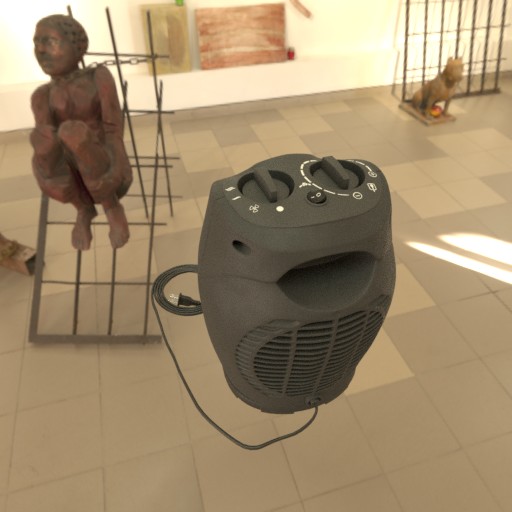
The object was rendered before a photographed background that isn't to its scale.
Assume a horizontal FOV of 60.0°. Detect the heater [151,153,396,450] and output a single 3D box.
[{"bbox_3d":[0.000,0.000,0.474,0.239,0.255,0.291,-11,43,-13],"label":"heater"}]
